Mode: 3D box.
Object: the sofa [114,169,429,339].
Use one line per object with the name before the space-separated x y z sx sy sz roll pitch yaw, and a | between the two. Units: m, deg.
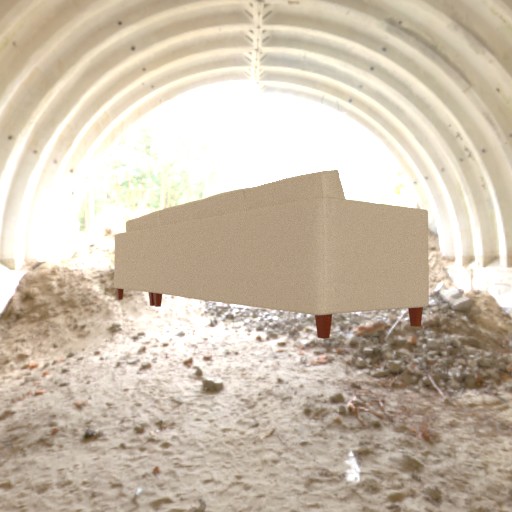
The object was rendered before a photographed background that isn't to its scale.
sofa | 0.000 0.000 4.153 1.606 0.954 3.471 1 -2 -35
